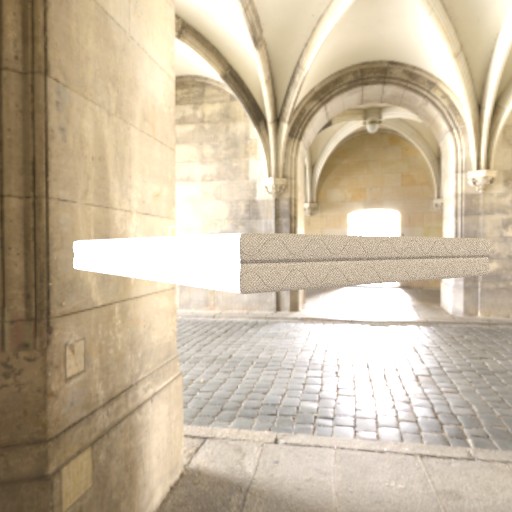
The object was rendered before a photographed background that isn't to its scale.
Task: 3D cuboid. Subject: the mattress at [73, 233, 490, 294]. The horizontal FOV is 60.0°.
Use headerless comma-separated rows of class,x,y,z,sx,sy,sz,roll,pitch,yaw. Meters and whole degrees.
mattress,0.000,0.000,2.663,1.600,0.200,2.000,-1,1,-36
